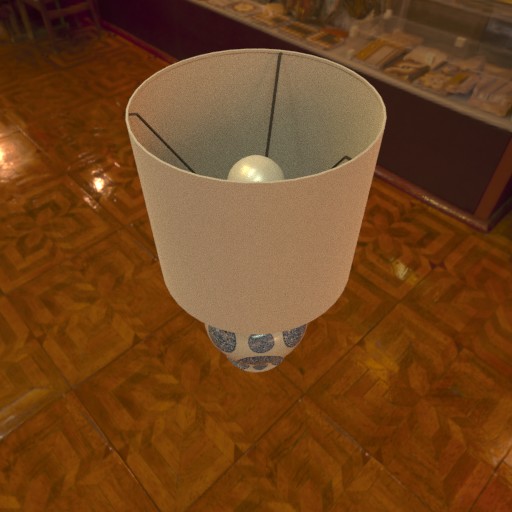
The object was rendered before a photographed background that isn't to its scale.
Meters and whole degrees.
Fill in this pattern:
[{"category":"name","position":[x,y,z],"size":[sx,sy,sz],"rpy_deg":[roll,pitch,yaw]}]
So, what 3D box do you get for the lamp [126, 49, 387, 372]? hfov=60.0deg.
[{"category":"lamp","position":[0.000,0.000,0.512],"size":[0.215,0.381,0.215],"rpy_deg":[-33,56,-26]}]
